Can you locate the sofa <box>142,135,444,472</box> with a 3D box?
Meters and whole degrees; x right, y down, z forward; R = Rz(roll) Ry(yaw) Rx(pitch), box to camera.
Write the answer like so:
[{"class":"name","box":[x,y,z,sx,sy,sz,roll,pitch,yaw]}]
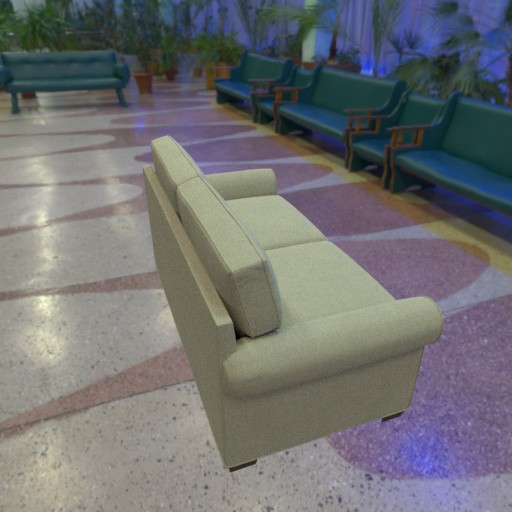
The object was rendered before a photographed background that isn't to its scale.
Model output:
[{"class":"sofa","box":[0.000,0.000,2.265,0.861,0.933,1.774,-10,31,-18]}]
